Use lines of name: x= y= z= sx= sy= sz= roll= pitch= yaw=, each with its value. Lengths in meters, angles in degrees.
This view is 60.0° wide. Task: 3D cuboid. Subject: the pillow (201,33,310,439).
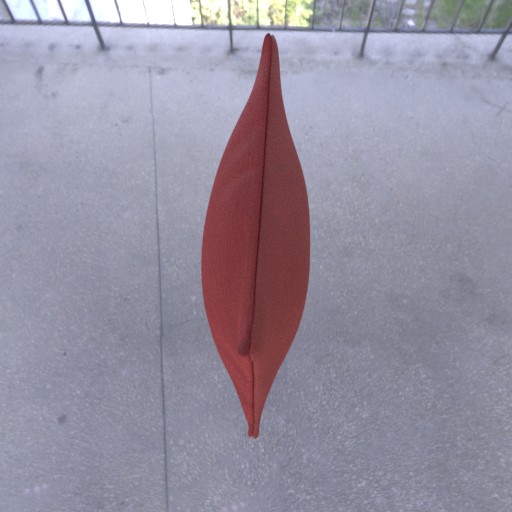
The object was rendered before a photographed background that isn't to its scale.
pillow: x=0.000 y=0.000 z=0.641 sx=0.151 sy=0.416 sz=0.435 roll=3 pitch=59 yaw=2
